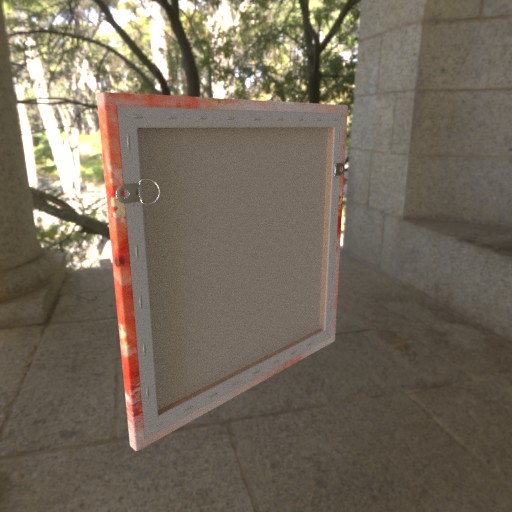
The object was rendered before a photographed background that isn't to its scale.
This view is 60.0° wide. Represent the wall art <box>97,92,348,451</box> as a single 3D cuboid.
[{"bbox_3d":[0.000,0.000,1.322,0.878,0.878,0.066,-16,23,-43],"label":"wall art"}]
